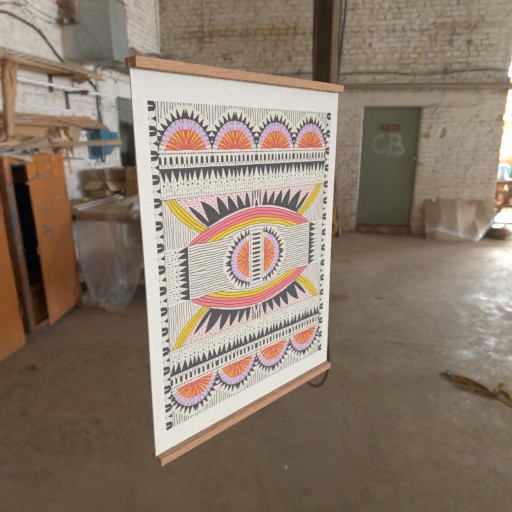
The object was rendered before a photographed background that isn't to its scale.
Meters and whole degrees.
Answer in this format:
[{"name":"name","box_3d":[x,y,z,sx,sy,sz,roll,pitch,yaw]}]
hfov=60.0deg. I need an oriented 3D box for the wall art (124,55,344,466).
[{"name":"wall art","box_3d":[0.000,0.000,0.797,0.456,0.609,0.028,-14,20,-43]}]
